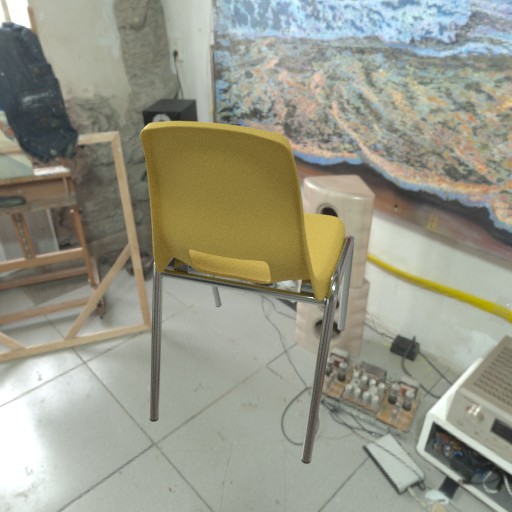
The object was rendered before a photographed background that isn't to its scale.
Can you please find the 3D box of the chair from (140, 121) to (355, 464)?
[{"bbox_3d":[0.000,0.000,0.922,0.381,0.653,0.436,9,33,14],"label":"chair"}]
